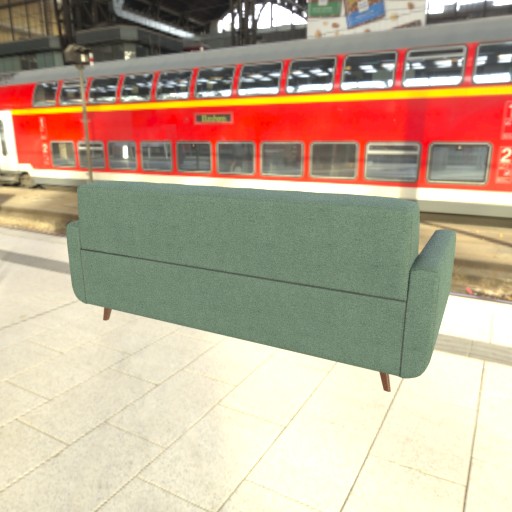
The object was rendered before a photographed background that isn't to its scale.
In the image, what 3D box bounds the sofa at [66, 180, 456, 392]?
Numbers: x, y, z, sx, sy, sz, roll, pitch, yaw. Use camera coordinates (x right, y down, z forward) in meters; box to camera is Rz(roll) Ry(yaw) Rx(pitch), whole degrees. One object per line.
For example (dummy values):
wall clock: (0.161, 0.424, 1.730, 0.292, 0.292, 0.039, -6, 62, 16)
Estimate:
sofa: (0.000, 0.000, 2.535, 2.029, 0.841, 0.909, 8, 17, 26)
